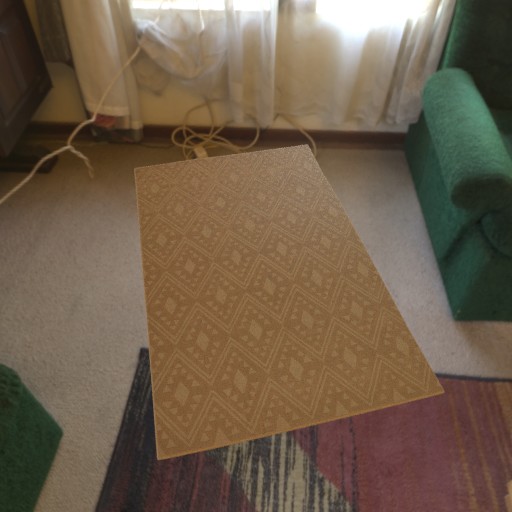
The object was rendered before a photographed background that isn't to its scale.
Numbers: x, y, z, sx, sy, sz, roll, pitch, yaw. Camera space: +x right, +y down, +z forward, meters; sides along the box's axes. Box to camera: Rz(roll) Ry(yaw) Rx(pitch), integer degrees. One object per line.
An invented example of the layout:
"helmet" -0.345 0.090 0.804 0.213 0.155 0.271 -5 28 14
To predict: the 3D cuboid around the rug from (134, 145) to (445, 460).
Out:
"rug" 0.000 0.000 3.081 1.553 0.053 2.430 -10 48 -9
